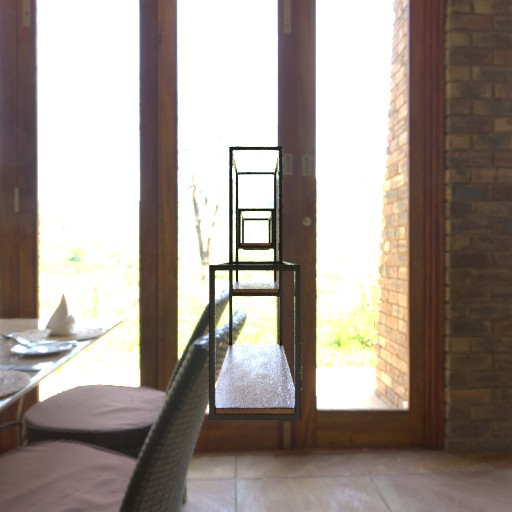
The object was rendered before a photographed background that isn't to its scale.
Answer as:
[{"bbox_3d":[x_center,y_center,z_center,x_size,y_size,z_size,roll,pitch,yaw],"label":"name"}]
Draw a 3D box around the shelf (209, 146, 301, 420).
[{"bbox_3d":[0.000,0.000,2.202,0.275,0.972,1.781,0,0,0],"label":"shelf"}]
